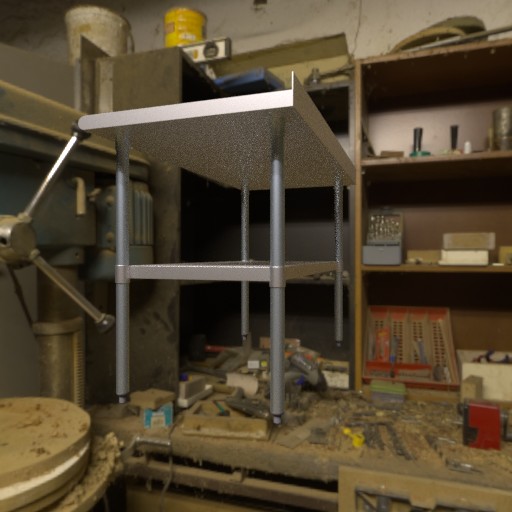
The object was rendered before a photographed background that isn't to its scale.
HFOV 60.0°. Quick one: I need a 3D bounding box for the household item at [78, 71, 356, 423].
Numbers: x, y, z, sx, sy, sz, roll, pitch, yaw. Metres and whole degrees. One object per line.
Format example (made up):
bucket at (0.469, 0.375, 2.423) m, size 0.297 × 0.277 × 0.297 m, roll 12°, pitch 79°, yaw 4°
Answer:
household item at (0.000, 0.000, 1.694) m, size 0.610 × 0.851 × 1.219 m, roll 0°, pitch 0°, yaw 19°
